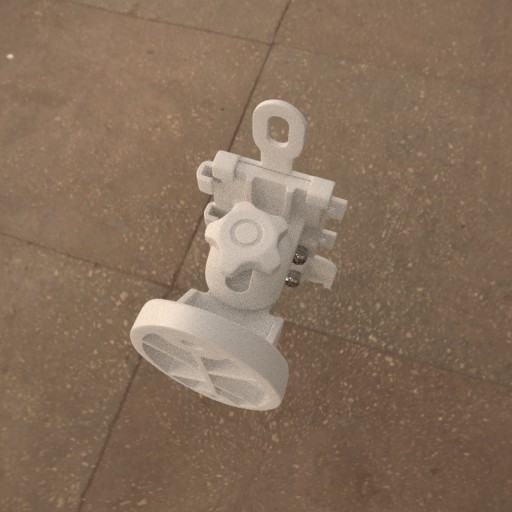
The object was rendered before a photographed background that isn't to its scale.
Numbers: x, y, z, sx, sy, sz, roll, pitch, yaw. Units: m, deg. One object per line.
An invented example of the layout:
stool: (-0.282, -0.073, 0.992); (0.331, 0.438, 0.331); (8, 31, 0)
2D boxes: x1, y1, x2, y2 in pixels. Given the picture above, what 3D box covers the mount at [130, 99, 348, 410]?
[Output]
mount: (0.000, 0.000, 0.173); (0.066, 0.118, 0.100); (17, 65, 9)
